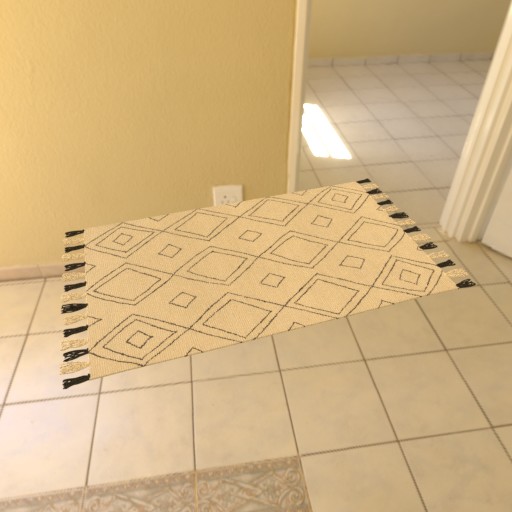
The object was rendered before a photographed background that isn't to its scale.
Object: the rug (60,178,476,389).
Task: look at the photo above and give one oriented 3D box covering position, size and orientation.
[{"bbox_3d":[0.000,0.000,3.301,2.755,0.021,1.524,-12,41,-14],"label":"rug"}]
